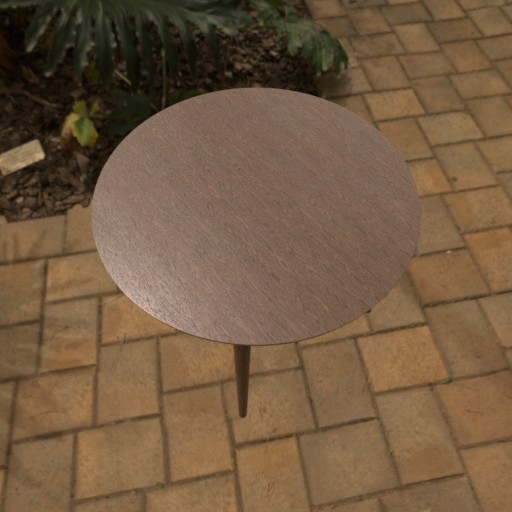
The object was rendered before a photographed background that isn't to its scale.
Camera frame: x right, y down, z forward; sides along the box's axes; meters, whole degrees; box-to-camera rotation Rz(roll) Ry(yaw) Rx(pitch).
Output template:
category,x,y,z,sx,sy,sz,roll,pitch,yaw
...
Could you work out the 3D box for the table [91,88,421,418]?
category,x,y,z,sx,sy,sz,roll,pitch,yaw
table,0.000,0.000,1.774,1.053,0.786,1.053,0,58,0
